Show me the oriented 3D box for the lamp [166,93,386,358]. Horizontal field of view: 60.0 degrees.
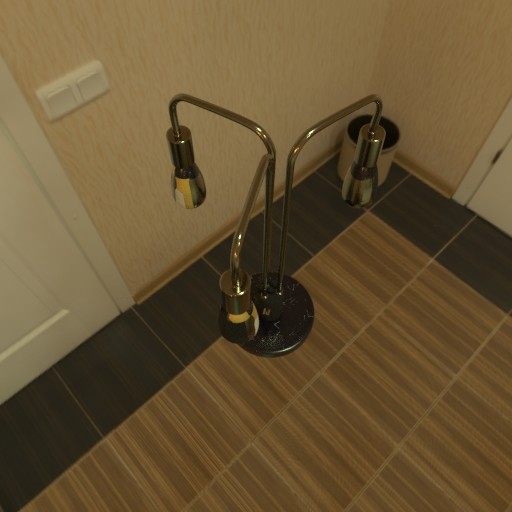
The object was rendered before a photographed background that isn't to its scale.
[{"bbox_3d":[0.000,0.000,0.797,0.355,0.560,0.368,15,60,9],"label":"lamp"}]
